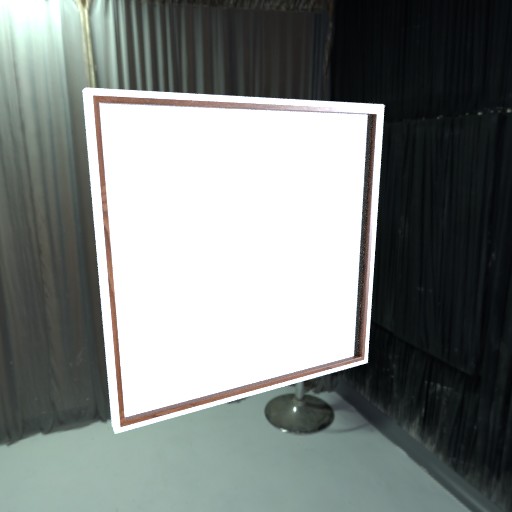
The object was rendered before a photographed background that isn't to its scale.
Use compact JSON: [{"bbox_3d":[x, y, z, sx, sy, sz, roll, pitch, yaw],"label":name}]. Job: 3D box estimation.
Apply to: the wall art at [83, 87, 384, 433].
[{"bbox_3d":[0.000,0.000,1.496,1.009,1.009,0.049,-7,15,-27],"label":"wall art"}]
